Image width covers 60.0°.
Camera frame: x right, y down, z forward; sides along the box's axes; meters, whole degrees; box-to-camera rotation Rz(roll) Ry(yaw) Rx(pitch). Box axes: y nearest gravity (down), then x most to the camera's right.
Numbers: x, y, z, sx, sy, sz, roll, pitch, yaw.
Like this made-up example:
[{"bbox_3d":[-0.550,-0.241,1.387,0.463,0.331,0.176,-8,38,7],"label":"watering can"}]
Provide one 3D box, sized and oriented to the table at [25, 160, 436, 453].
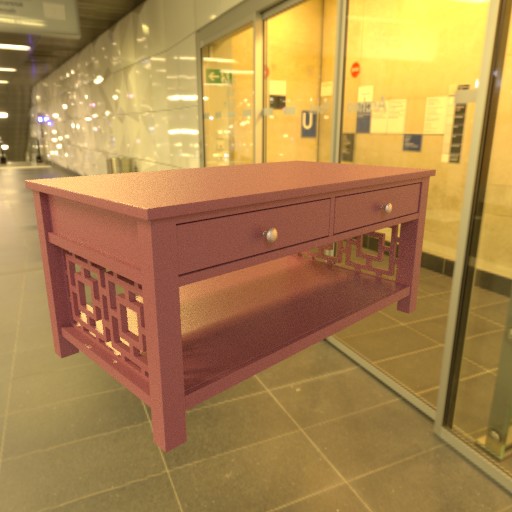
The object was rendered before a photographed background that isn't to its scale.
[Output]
[{"bbox_3d":[0.000,0.000,1.357,1.068,0.493,0.612,-15,22,-42],"label":"table"}]
